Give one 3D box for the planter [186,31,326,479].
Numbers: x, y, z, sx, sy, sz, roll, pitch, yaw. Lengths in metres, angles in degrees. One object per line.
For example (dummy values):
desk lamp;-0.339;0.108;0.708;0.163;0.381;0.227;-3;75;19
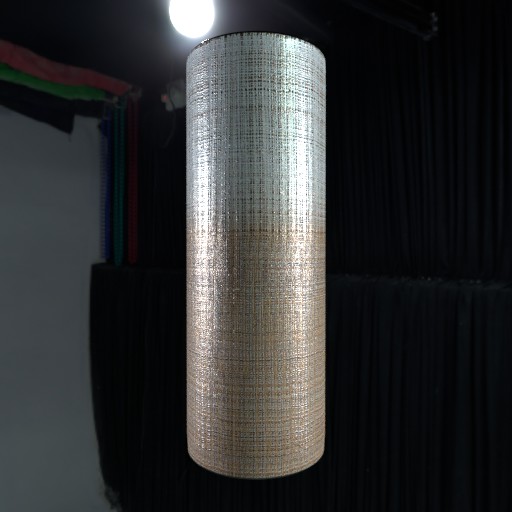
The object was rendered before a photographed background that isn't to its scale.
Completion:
planter;0.000;0.000;0.321;0.099;0.278;0.099;0;1;36
